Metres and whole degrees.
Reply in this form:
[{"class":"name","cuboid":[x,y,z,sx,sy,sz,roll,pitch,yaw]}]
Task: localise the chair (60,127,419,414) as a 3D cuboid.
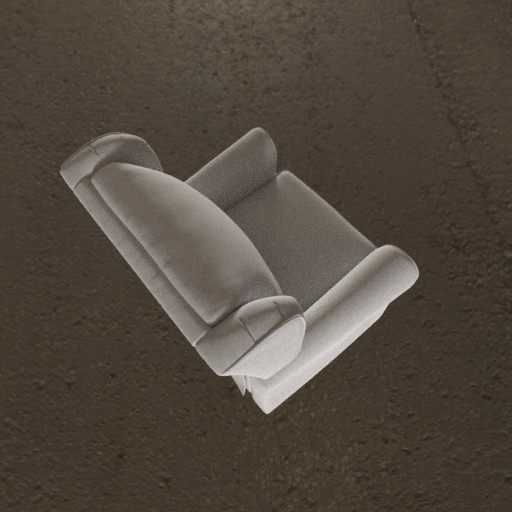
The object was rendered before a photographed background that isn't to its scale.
[{"class":"chair","cuboid":[0.000,0.000,1.645,0.854,0.967,0.906,-35,66,-19]}]
